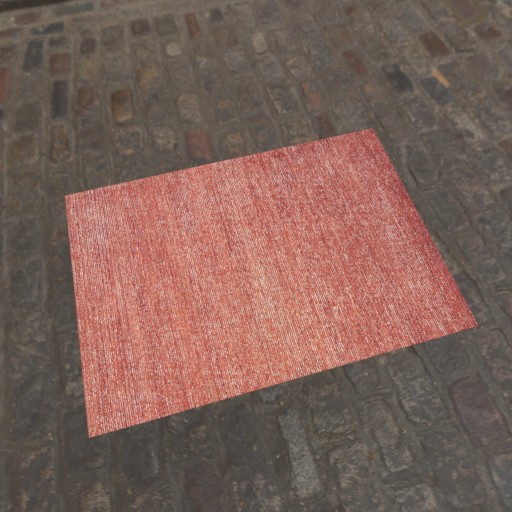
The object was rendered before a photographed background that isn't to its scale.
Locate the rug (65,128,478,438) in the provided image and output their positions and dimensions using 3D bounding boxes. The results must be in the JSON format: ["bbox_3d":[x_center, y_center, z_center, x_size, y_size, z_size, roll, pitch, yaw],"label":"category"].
[{"bbox_3d":[0.000,0.000,4.928,3.965,0.025,2.803,-14,63,-7],"label":"rug"}]
